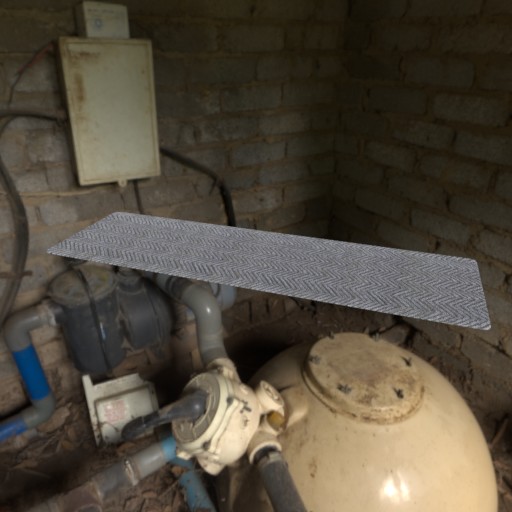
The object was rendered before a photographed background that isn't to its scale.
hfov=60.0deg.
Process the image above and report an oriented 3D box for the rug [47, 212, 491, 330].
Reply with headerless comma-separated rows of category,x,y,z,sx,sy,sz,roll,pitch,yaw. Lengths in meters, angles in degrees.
rug,0.000,0.000,2.447,2.286,0.008,0.686,9,27,17
